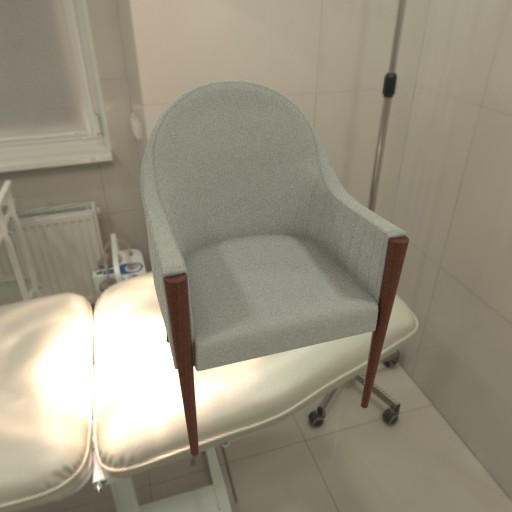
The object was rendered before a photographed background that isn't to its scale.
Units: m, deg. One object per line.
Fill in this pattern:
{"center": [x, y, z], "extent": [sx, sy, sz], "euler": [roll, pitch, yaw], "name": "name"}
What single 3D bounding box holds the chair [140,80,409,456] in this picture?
{"center": [0.000, 0.000, 1.313], "extent": [0.610, 0.889, 0.620], "euler": [-9, 32, -15], "name": "chair"}
